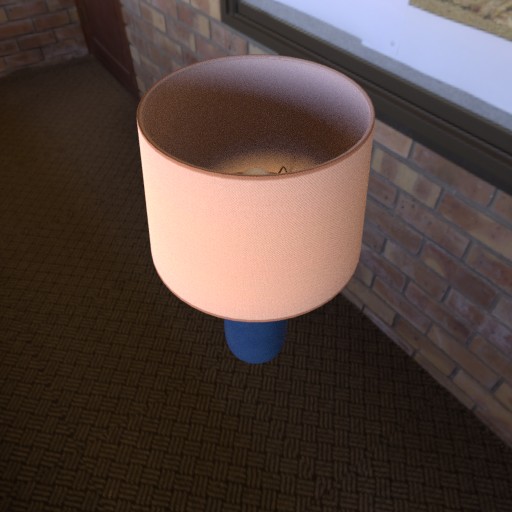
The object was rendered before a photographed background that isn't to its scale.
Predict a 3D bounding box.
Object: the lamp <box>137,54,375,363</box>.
[{"bbox_3d":[0.000,0.000,0.827,0.367,0.609,0.367,0,47,0],"label":"lamp"}]
